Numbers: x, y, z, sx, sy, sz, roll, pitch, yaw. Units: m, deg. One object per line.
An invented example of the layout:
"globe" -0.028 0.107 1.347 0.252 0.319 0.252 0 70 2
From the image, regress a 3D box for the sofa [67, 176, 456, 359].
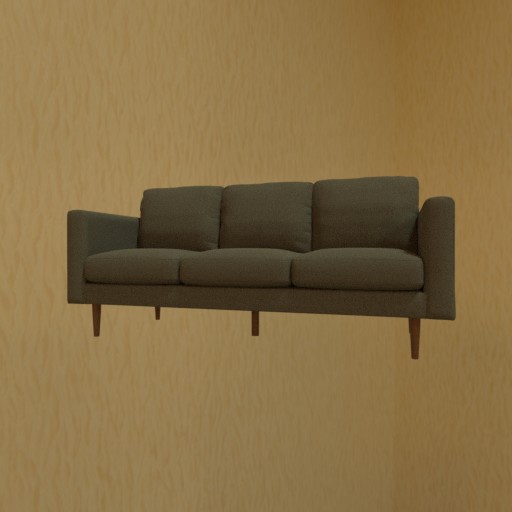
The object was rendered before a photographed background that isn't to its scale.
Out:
"sofa" 0.000 0.000 2.541 2.029 0.912 0.802 0 0 18
